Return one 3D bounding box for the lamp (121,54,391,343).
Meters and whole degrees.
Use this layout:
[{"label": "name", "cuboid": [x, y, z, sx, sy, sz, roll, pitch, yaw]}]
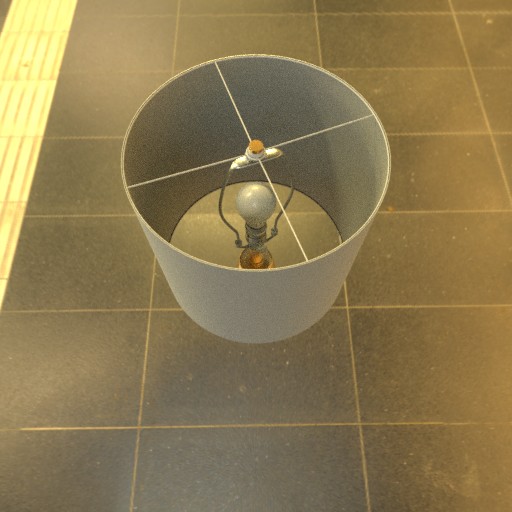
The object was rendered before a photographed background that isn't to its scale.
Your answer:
[{"label": "lamp", "cuboid": [0.000, 0.000, 0.765, 0.308, 0.580, 0.308, -18, 66, -9]}]
